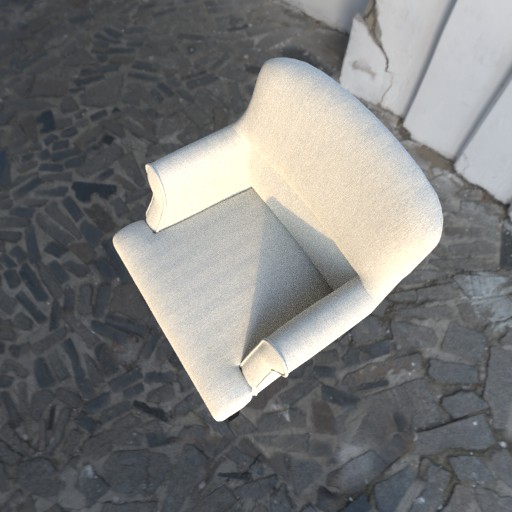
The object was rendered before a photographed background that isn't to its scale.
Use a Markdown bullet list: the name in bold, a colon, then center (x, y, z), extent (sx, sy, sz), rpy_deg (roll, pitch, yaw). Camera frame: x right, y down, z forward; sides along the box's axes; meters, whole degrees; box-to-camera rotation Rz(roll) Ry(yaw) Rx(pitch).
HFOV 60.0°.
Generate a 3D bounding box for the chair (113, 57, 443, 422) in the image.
- **chair**: center (0.000, 0.000, 1.449), extent (0.750, 0.875, 0.781), rpy_deg (-31, 68, -14)
